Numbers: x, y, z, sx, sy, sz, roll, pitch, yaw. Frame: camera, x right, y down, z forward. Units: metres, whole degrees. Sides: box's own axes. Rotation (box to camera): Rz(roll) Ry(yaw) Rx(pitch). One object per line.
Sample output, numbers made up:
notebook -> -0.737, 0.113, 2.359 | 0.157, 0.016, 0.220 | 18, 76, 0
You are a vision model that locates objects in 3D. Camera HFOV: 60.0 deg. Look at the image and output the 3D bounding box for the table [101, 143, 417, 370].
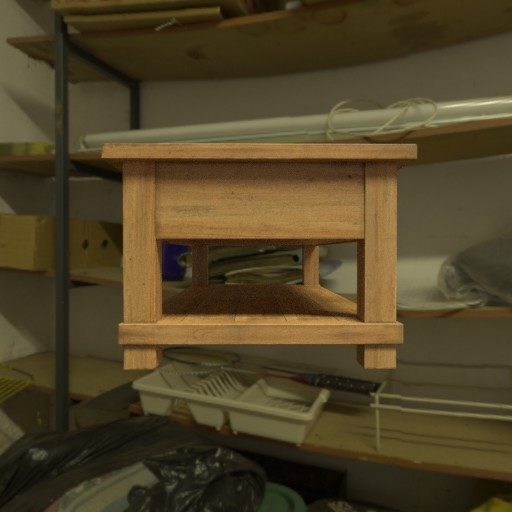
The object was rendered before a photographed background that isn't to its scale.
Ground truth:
table -> 0.000, 0.000, 1.585 | 0.693, 0.494, 1.270 | 0, 0, -1
